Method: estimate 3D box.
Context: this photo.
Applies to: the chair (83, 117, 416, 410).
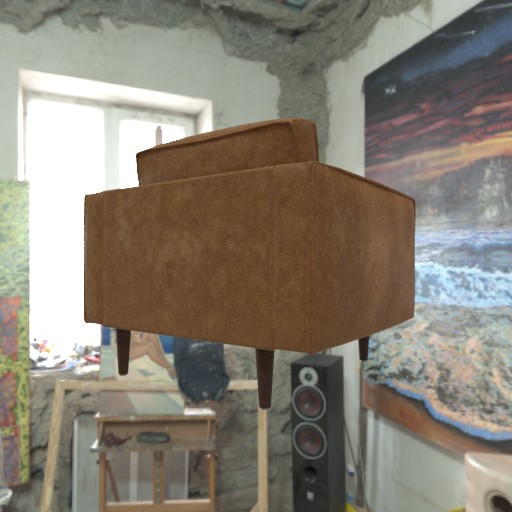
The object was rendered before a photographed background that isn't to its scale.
[{"bbox_3d":[0.000,0.000,1.552,0.928,0.767,0.798,0,-1,36],"label":"chair"}]
